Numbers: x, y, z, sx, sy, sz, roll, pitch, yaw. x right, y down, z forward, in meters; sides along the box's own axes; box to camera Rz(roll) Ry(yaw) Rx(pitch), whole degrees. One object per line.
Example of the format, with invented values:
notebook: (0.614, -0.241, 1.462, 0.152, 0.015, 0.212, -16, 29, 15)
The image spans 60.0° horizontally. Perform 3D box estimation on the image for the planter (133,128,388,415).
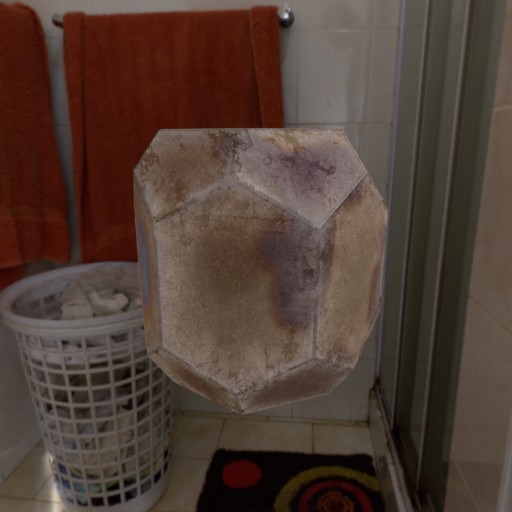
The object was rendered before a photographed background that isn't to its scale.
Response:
planter: (0.000, 0.000, 0.434, 0.243, 0.238, 0.221, 2, 15, 8)
